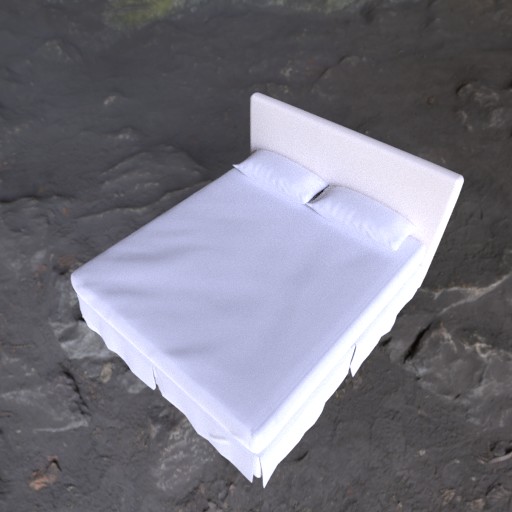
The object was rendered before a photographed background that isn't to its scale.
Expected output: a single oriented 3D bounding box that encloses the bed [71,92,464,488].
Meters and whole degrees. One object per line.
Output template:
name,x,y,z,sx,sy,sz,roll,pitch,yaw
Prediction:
bed,0.000,0.000,3.565,2.119,1.317,2.341,32,54,27
